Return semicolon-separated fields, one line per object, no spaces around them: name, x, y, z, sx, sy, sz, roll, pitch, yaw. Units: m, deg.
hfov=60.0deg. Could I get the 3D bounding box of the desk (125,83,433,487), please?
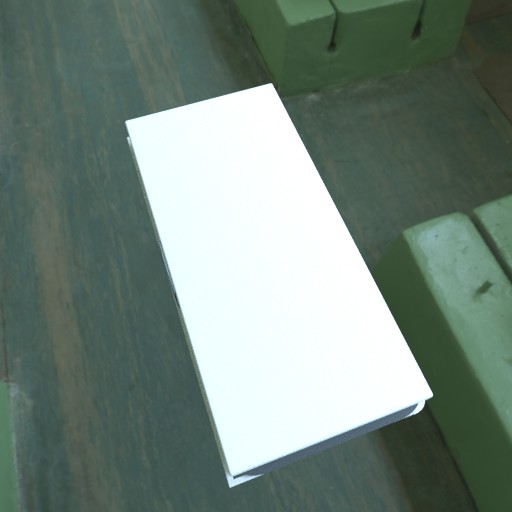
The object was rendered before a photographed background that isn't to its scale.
desk;0.000;0.000;2.256;0.900;0.526;1.900;-18;65;-9
